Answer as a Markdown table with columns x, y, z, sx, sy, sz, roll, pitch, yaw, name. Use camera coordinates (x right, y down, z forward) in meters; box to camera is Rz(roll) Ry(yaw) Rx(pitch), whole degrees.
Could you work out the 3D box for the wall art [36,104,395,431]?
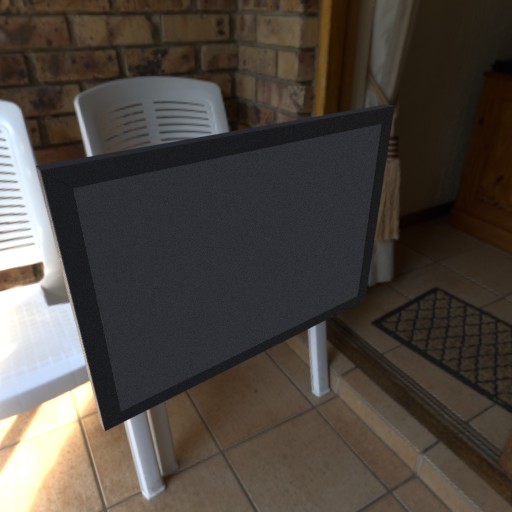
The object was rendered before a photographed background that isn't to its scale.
| x | y | z | sx | sy | sz | roll | pitch | yaw | name |
| --- | --- | --- | --- | --- | --- | --- | --- | --- | --- |
| 0.000 | 0.000 | 0.540 | 0.432 | 0.306 | 0.016 | -20 | 35 | -31 | wall art |
